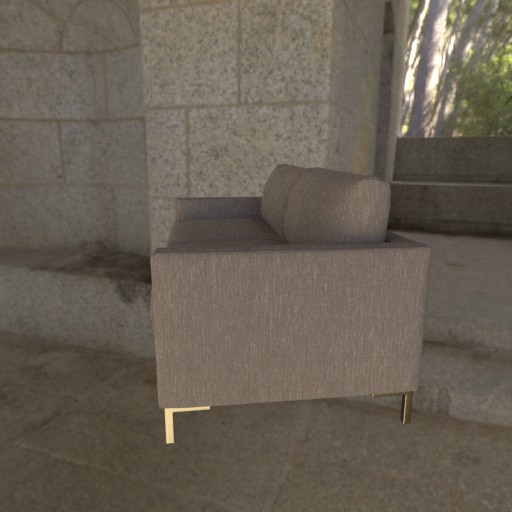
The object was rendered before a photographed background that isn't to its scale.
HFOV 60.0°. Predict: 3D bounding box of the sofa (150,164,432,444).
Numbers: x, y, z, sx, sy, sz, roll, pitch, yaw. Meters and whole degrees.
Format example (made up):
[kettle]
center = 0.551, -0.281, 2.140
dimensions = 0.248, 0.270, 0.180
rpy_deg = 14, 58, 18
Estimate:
[sofa]
center = 0.000, 0.000, 2.136
dimensions = 0.875, 0.840, 1.682
rpy_deg = -2, 13, -8
